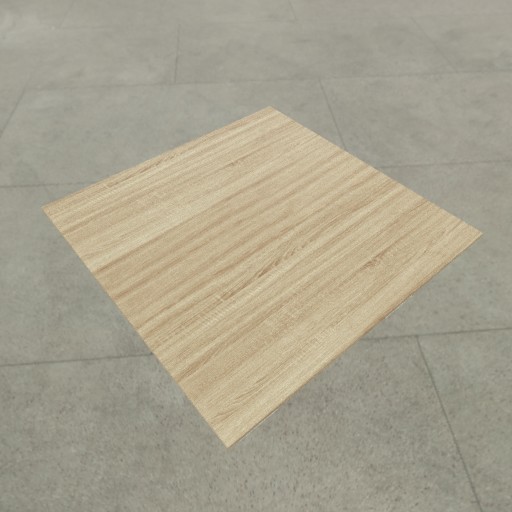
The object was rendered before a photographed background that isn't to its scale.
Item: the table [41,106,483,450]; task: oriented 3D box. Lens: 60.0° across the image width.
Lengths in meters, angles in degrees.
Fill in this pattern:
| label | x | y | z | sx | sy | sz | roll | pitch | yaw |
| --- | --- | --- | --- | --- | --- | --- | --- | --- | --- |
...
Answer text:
| label | x | y | z | sx | sy | sz | roll | pitch | yaw |
| --- | --- | --- | --- | --- | --- | --- | --- | --- | --- |
| table | 0.000 | 0.000 | 1.370 | 0.890 | 0.305 | 0.890 | -32 | 55 | -26 |
